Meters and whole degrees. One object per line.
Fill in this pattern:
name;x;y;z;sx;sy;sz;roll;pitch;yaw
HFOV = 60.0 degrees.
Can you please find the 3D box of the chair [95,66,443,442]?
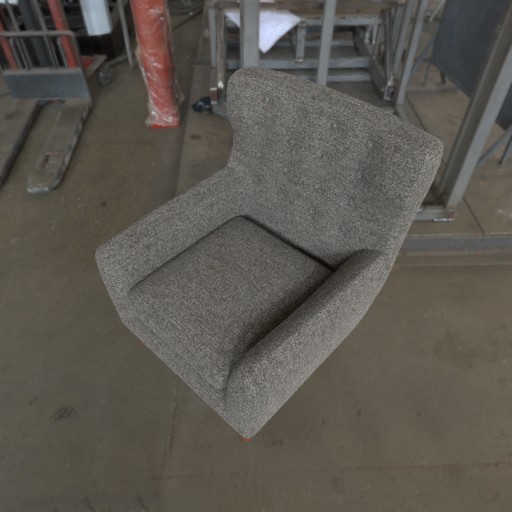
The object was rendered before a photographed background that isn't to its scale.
chair;0.000;0.000;1.743;0.889;1.039;0.940;34;55;28
